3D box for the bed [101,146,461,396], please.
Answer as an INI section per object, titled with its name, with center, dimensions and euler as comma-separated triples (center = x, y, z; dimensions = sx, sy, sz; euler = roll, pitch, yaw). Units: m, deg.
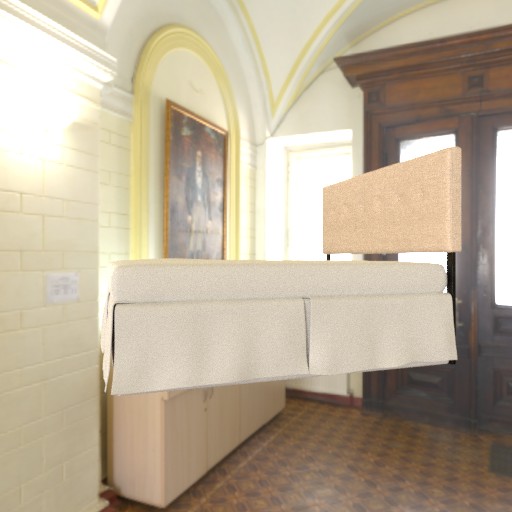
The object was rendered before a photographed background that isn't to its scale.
[bed]
center = 0.000, 0.000, 2.994
dimensions = 1.978, 1.270, 1.643
euler = 0, 0, -19
